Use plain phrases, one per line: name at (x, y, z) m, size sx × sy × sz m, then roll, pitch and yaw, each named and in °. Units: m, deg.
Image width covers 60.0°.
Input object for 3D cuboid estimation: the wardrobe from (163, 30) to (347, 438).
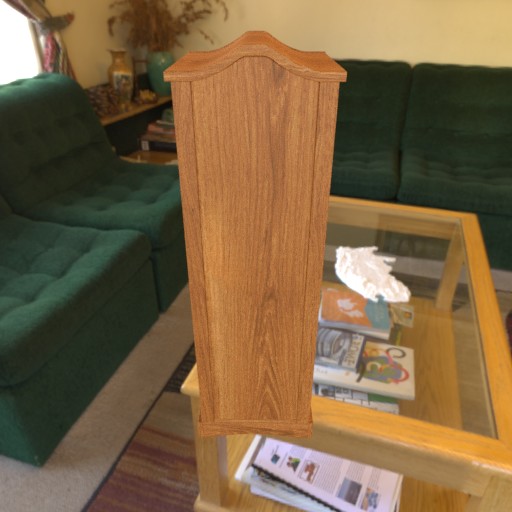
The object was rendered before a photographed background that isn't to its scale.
wardrobe at (0.000, 0.000, 2.097) m, size 0.590 × 1.870 × 0.570 m, roll 0°, pitch 30°, yaw 1°
